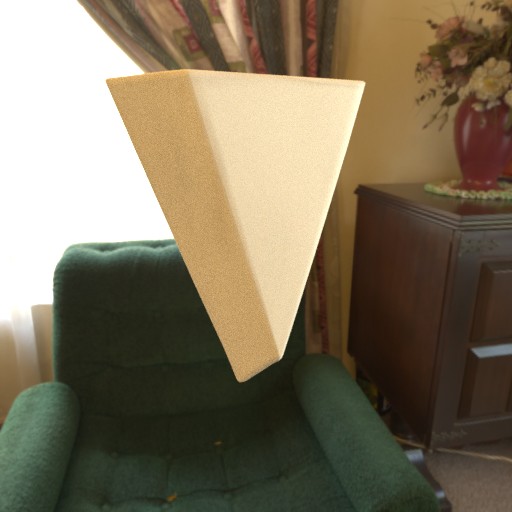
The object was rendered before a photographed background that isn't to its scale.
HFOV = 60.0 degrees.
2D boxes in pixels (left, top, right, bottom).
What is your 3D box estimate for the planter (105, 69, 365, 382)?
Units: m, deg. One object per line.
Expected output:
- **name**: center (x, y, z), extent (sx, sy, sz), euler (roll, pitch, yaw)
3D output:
- **planter**: center (0.000, 0.000, 0.268), extent (0.150, 0.197, 0.060), euler (-9, 18, -28)
